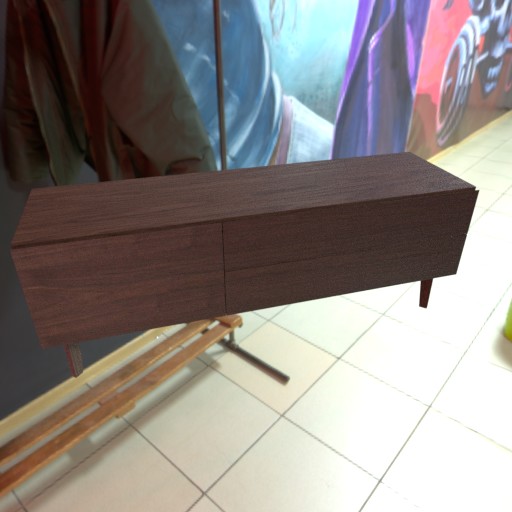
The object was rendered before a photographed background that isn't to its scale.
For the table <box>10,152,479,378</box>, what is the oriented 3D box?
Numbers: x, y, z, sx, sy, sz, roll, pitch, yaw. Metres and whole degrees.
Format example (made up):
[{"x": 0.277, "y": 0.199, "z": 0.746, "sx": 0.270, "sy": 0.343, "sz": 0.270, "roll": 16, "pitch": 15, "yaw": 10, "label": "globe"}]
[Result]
[{"x": 0.000, "y": 0.000, "z": 1.567, "sx": 1.397, "sy": 0.508, "sz": 0.405, "roll": -8, "pitch": 32, "yaw": -14, "label": "table"}]
